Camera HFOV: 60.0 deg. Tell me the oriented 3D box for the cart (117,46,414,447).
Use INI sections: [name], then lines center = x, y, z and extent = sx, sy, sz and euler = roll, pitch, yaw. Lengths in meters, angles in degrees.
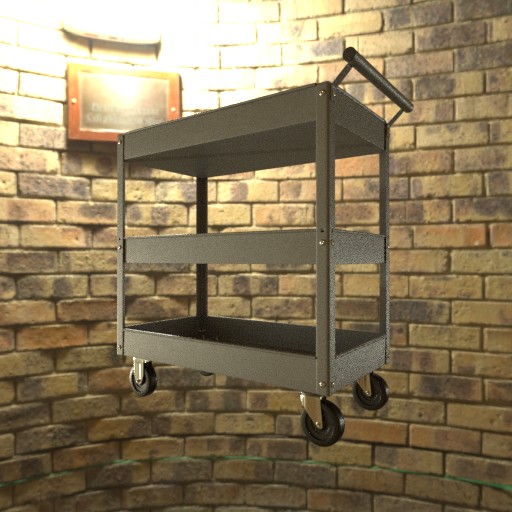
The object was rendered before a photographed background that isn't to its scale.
[cart]
center = 0.000, 0.000, 1.178
extent = 0.719, 0.780, 0.366
euler = 0, 0, 36
